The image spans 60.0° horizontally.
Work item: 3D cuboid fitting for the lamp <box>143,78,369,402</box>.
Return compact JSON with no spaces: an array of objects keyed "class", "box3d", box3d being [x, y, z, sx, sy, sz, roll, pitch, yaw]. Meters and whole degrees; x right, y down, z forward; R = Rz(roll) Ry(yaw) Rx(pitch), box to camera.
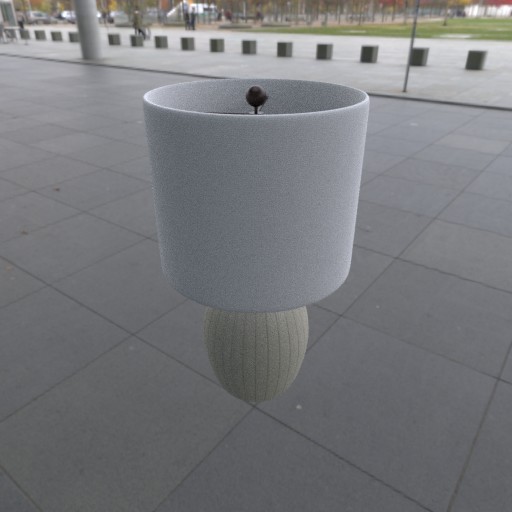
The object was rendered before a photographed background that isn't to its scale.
[{"class":"lamp","box3d":[0.000,0.000,0.786,0.329,0.570,0.329,-21,35,-33]}]
